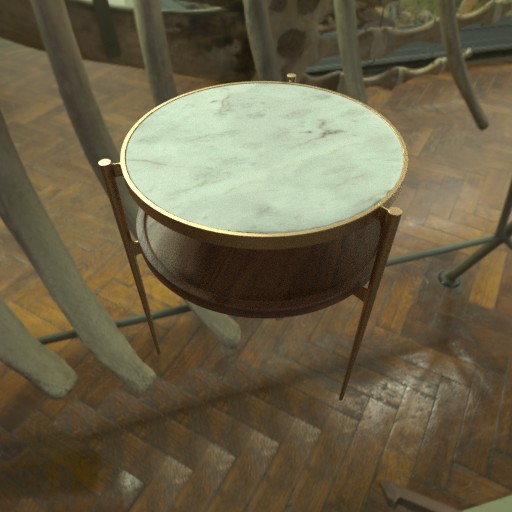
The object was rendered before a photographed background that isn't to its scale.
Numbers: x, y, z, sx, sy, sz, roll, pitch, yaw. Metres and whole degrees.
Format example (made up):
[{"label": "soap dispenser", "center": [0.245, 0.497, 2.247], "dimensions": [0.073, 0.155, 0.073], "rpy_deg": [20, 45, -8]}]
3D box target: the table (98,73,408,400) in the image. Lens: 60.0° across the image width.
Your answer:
[{"label": "table", "center": [0.000, 0.000, 0.836], "dimensions": [0.456, 0.493, 0.430], "rpy_deg": [-11, 47, -11]}]
